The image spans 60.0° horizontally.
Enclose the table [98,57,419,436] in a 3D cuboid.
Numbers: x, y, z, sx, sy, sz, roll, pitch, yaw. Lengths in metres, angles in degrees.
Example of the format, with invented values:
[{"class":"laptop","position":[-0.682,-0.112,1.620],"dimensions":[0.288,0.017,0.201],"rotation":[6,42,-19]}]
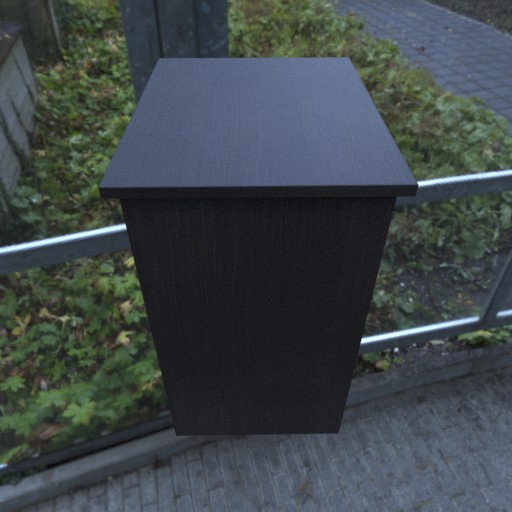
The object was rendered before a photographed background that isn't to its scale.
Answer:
[{"class":"table","position":[0.000,0.000,0.914],"dimensions":[0.381,0.635,0.480],"rotation":[-1,41,-1]}]
